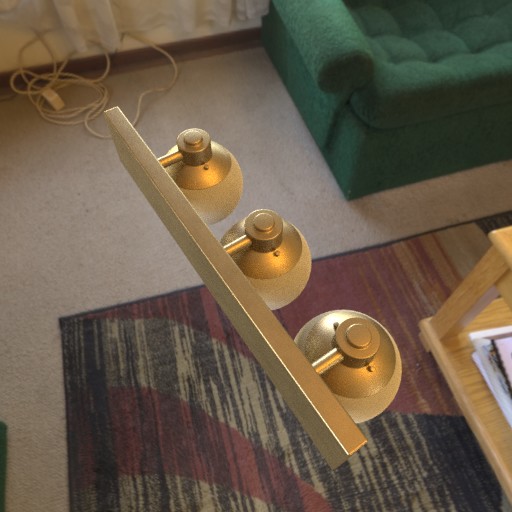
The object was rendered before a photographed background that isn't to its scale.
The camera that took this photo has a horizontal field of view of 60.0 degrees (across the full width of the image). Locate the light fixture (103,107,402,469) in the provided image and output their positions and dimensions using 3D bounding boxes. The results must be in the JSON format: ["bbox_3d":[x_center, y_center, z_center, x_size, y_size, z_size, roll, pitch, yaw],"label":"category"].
[{"bbox_3d":[0.000,0.000,0.822,0.218,0.263,0.721,-29,62,-17],"label":"light fixture"}]
